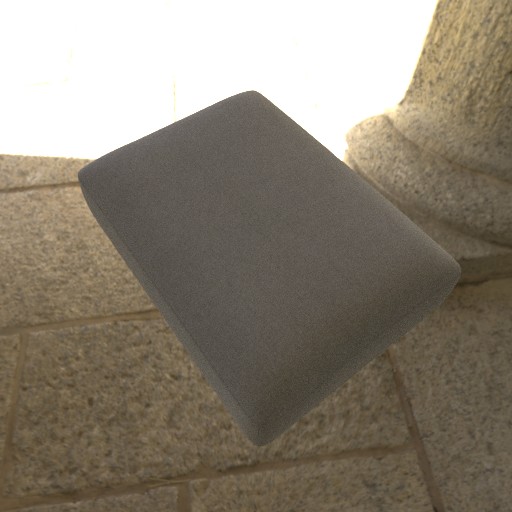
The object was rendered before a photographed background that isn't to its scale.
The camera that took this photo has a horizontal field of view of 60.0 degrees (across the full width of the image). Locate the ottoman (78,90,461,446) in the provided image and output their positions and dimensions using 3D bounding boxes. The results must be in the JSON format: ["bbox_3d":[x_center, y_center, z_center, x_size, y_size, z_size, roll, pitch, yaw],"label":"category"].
[{"bbox_3d":[0.000,0.000,1.104,0.549,0.428,0.749,-32,63,-19],"label":"ottoman"}]
